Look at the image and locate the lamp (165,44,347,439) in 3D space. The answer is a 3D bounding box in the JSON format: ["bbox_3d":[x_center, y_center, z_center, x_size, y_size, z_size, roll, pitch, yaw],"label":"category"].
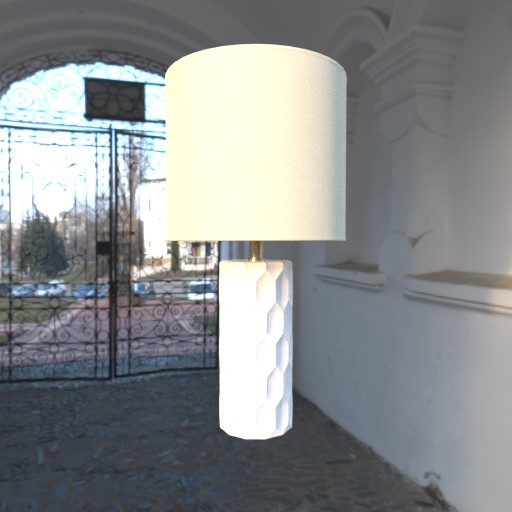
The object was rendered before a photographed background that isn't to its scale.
[{"bbox_3d":[0.000,0.000,0.698,0.277,0.537,0.277,0,2,0],"label":"lamp"}]
